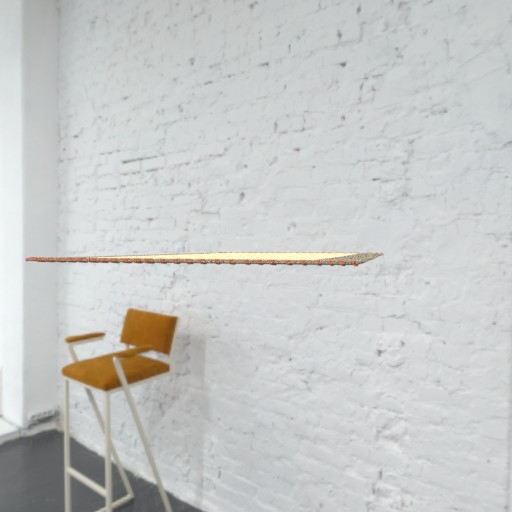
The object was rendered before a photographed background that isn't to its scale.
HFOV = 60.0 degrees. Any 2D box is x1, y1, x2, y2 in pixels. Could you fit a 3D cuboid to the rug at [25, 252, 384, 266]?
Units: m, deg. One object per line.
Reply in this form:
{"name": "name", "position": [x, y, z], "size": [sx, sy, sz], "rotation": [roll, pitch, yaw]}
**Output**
{"name": "rug", "position": [0.000, 0.000, 2.302], "size": [1.220, 0.019, 1.838], "rotation": [0, 1, 18]}
